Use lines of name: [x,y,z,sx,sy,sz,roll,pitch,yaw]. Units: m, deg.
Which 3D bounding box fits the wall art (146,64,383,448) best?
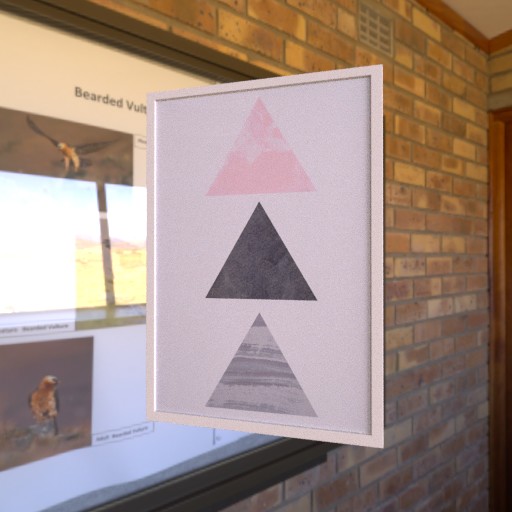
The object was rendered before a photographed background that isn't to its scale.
wall art: [0.000,0.000,0.829,0.456,0.656,0.013,0,0,17]
